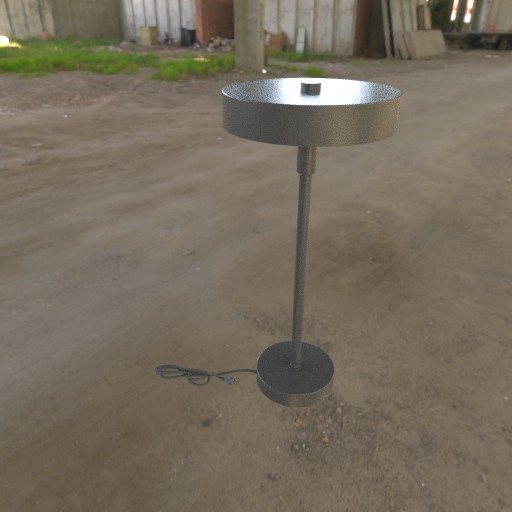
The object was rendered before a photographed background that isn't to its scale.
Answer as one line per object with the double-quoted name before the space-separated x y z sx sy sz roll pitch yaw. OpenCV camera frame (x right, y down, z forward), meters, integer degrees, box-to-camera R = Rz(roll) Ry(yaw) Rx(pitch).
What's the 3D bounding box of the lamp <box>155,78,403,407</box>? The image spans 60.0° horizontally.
"lamp" 0.000 0.000 0.690 0.369 0.508 0.229 0 29 0
